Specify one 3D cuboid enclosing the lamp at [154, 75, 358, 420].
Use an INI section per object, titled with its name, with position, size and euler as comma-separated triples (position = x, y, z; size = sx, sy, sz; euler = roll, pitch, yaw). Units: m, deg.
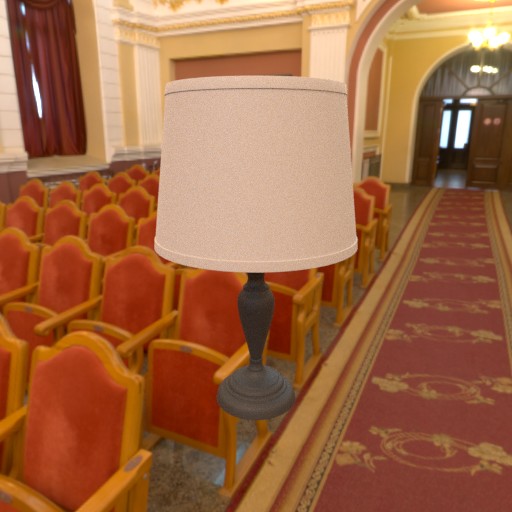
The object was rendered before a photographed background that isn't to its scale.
[lamp]
position = 0.000, 0.000, 0.698
size = 0.310, 0.501, 0.310
euler = 0, 16, 0
